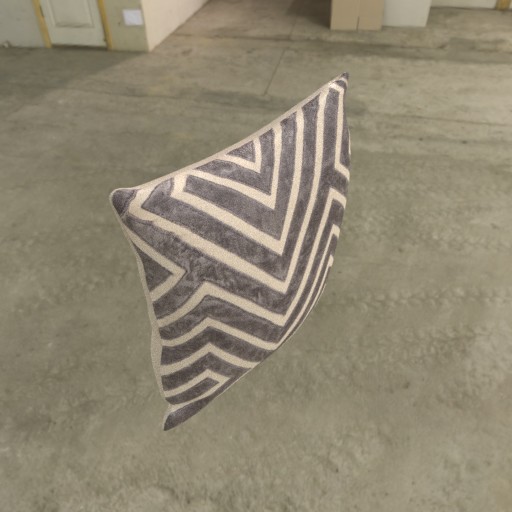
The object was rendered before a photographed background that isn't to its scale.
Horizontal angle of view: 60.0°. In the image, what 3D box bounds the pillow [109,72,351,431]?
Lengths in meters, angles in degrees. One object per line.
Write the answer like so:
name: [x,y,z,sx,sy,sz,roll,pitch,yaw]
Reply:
pillow: [0.000,0.000,0.669,0.182,0.441,0.440,28,49,28]
